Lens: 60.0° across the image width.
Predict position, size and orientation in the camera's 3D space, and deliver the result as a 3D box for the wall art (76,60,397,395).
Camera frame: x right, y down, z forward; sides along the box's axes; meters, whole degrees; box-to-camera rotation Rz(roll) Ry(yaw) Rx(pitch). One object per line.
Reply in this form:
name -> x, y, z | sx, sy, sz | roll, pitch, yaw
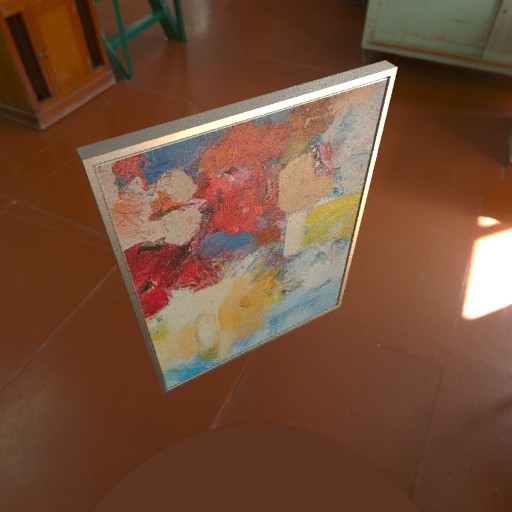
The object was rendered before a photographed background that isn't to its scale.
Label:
wall art -> 0.000, 0.000, 0.766 | 0.444, 0.569, 0.025 | -23, 52, -20
